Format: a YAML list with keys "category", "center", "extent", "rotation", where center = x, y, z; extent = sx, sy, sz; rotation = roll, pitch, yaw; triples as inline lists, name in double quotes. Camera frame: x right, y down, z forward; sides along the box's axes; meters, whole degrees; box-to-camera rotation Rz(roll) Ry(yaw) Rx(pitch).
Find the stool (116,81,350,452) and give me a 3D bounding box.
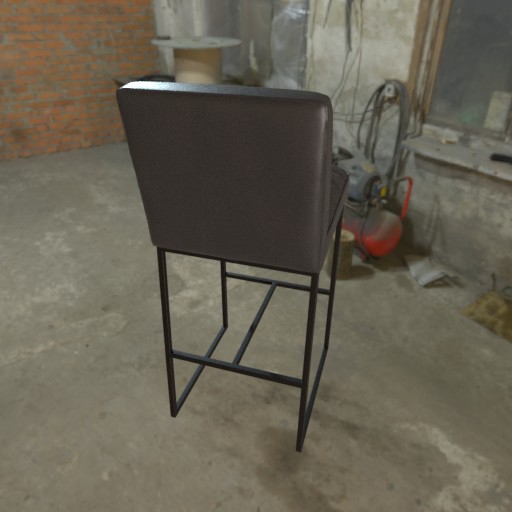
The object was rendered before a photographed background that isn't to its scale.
- category: "stool"
  center: [0.000, 0.000, 1.329]
  extent: [0.457, 1.040, 0.552]
  rotation: [9, 32, 15]
